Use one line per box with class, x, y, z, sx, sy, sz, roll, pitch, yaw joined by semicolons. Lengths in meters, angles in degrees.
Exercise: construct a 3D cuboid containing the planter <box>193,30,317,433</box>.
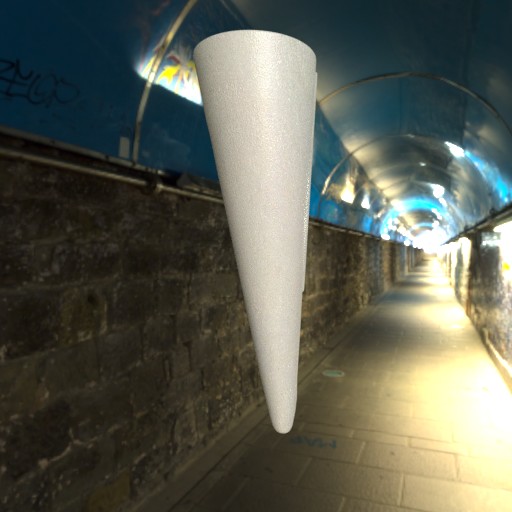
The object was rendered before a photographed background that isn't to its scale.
planter;0.000;0.000;0.218;0.057;0.191;0.064;1;1;37
